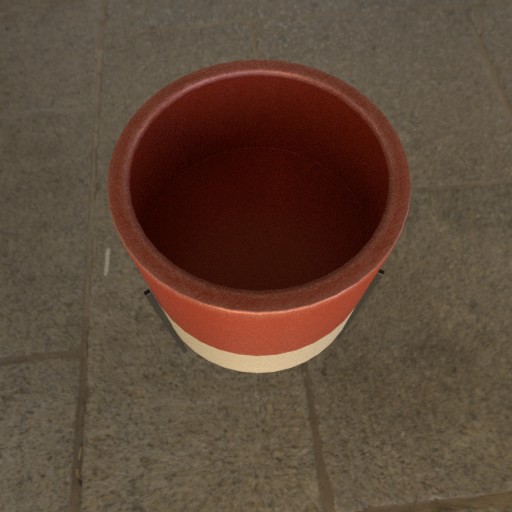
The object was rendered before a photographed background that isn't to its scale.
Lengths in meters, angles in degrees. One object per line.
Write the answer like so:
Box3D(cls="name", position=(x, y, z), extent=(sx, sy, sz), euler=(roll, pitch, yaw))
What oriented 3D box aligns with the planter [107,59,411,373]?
Box3D(cls="planter", position=(0.000, 0.000, 0.709), extent=(0.354, 0.465, 0.345), euler=(-33, 69, -14))
